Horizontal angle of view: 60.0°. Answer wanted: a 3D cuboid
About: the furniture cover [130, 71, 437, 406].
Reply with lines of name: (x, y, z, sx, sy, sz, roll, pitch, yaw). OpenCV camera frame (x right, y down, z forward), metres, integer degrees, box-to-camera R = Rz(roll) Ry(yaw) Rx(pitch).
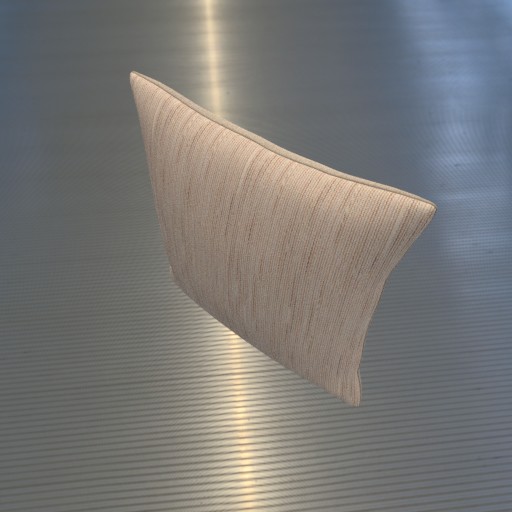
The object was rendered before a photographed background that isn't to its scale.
furniture cover: (0.000, 0.000, 0.771, 0.512, 0.506, 0.178, 31, 55, 25)
